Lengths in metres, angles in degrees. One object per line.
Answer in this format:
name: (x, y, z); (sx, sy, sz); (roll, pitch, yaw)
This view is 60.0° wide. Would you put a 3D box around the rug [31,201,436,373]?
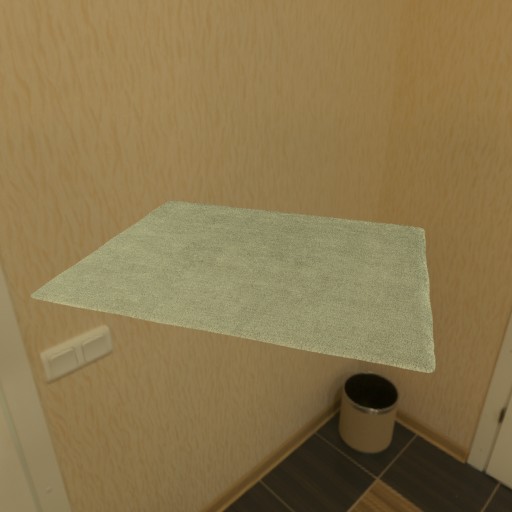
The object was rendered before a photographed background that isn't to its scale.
rug: (0.000, 0.000, 3.960); (2.933, 0.027, 2.332); (8, 27, 15)
